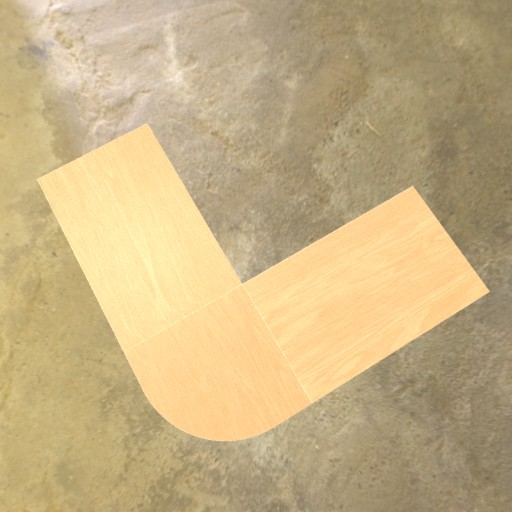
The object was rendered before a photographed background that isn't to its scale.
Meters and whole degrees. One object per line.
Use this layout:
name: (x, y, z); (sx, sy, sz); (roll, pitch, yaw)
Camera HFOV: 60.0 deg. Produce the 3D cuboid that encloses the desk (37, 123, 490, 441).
desk: (0.000, 0.000, 2.246); (1.400, 0.762, 1.400); (-30, 77, -7)
